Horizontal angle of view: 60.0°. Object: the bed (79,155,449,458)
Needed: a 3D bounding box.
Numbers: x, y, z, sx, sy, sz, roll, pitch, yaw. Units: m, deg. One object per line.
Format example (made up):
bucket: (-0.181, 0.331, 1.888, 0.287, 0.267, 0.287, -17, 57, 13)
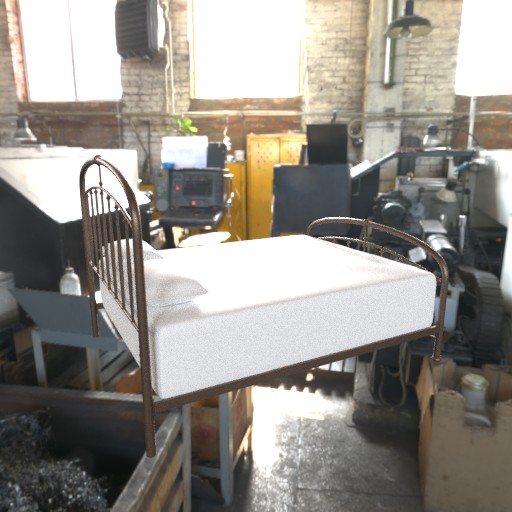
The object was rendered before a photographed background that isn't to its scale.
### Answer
bed: (0.000, 0.000, 3.269, 2.168, 1.475, 1.711, -7, 16, -28)
